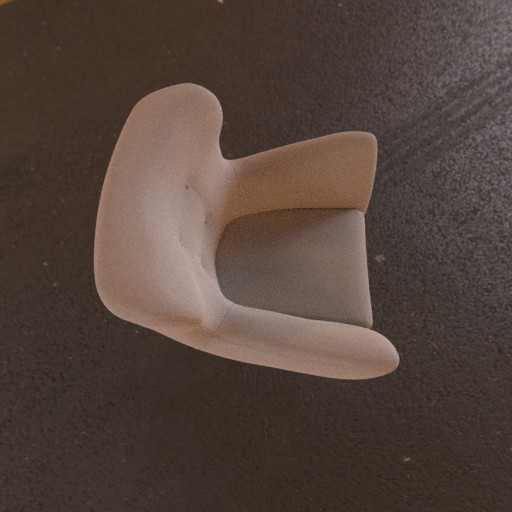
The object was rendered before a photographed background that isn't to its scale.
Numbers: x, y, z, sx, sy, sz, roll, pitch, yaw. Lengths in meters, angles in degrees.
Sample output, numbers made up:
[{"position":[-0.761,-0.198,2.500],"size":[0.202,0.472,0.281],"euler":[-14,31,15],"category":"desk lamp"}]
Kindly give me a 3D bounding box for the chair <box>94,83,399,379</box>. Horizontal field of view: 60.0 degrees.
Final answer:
[{"position":[0.000,0.000,1.608],"size":[0.889,0.889,0.890],"euler":[2,64,1],"category":"chair"}]
